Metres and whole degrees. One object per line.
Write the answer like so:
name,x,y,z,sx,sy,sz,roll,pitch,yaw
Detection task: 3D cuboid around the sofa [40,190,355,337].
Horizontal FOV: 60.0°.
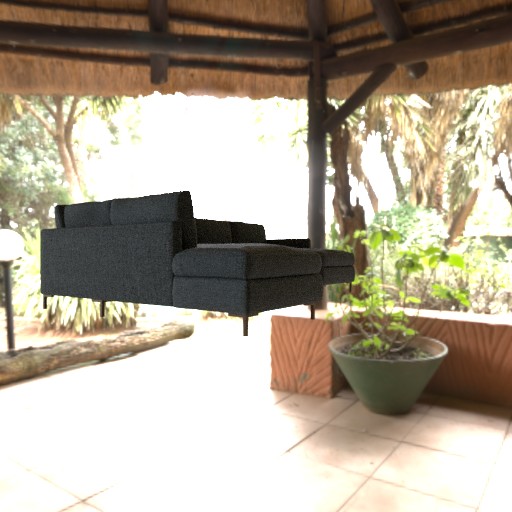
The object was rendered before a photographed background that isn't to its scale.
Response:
sofa,0.000,0.000,3.688,1.879,0.753,2.737,0,0,36
